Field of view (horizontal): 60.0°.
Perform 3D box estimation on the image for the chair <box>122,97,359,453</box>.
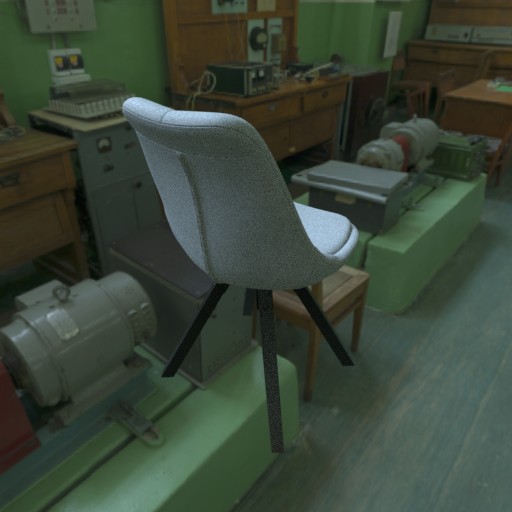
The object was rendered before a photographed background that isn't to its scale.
[{"bbox_3d":[0.000,0.000,1.171,0.485,0.850,0.550,21,37,31],"label":"chair"}]
